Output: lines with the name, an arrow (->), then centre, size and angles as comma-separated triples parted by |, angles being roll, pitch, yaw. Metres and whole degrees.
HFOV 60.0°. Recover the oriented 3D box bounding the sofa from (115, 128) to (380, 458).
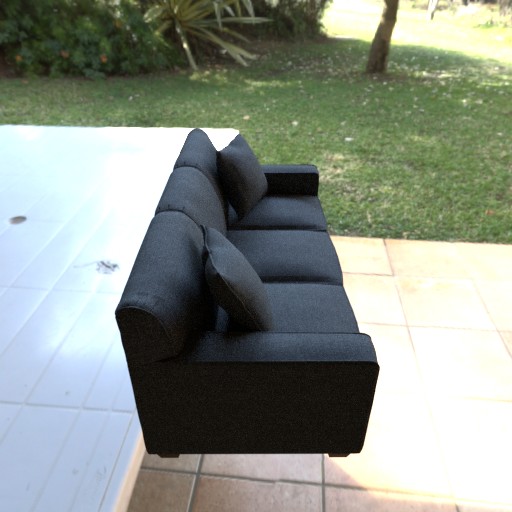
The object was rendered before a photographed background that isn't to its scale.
sofa -> 0.000, 0.000, 2.572 | 0.997, 0.958, 2.024 | 0, 33, 0
